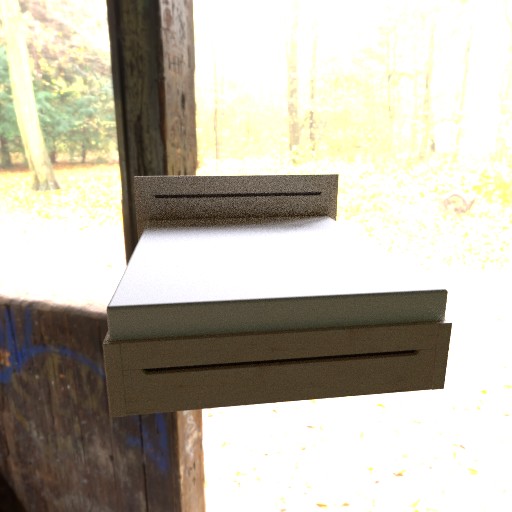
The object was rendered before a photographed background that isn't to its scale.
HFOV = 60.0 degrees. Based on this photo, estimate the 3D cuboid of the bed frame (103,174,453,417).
[{"bbox_3d":[0.000,0.000,3.014,1.800,0.900,2.080,-2,16,-8],"label":"bed frame"}]
